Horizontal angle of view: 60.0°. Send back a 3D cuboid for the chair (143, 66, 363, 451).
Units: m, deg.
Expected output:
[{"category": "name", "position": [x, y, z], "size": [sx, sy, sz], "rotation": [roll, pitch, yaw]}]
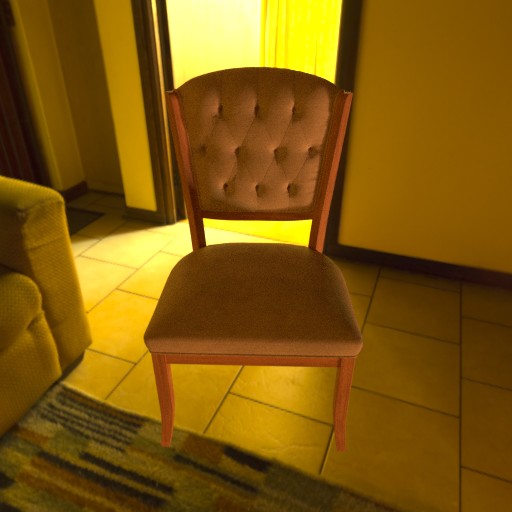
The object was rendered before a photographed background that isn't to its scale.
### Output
[{"category": "chair", "position": [0.000, 0.000, 1.231], "size": [0.513, 0.905, 0.584], "rotation": [1, 31, 1]}]
